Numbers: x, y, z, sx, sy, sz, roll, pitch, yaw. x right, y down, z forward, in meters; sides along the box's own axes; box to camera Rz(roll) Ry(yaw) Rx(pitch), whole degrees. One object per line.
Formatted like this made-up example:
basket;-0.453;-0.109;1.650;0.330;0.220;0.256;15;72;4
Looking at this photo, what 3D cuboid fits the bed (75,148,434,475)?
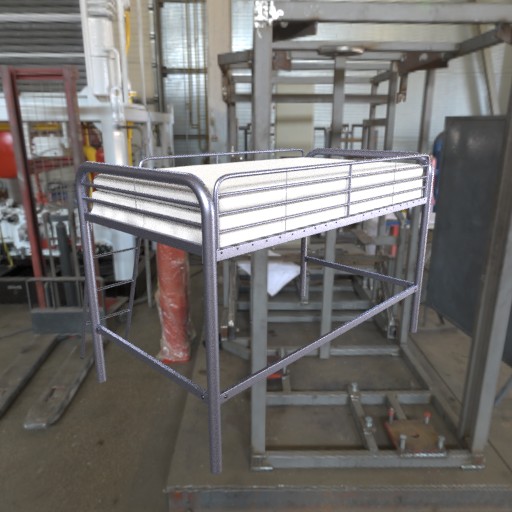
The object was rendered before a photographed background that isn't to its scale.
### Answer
bed;0.000;0.000;2.883;1.415;1.288;1.965;15;22;42
